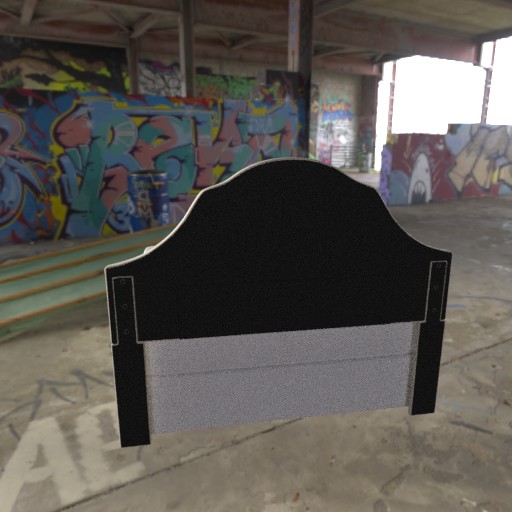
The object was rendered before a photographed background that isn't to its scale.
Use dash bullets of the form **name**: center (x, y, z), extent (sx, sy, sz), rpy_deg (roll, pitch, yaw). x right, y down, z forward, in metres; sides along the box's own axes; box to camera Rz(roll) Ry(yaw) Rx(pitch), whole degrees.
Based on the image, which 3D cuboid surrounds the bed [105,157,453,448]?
- **bed**: center (0.000, 0.000, 3.540), extent (2.008, 1.615, 2.214), rpy_deg (-3, 15, -10)
